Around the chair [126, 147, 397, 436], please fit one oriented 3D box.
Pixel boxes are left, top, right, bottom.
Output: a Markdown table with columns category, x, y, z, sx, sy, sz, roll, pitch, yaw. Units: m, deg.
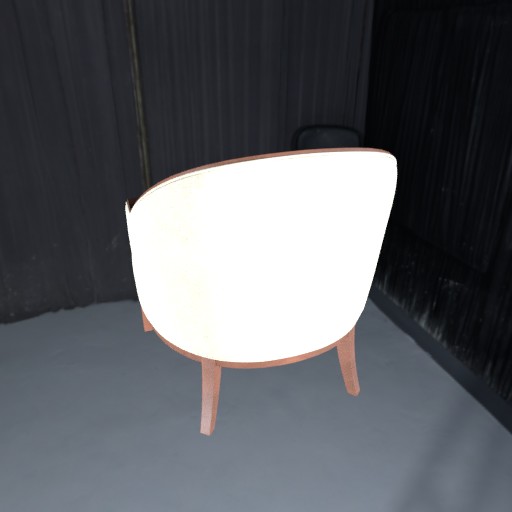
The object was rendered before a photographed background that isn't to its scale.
| category | x | y | z | sx | sy | sz | roll | pitch | yaw |
| --- | --- | --- | --- | --- | --- | --- | --- | --- | --- |
| chair | 0.000 | 0.000 | 1.509 | 0.803 | 0.876 | 0.735 | -9 | 28 | -17 |
